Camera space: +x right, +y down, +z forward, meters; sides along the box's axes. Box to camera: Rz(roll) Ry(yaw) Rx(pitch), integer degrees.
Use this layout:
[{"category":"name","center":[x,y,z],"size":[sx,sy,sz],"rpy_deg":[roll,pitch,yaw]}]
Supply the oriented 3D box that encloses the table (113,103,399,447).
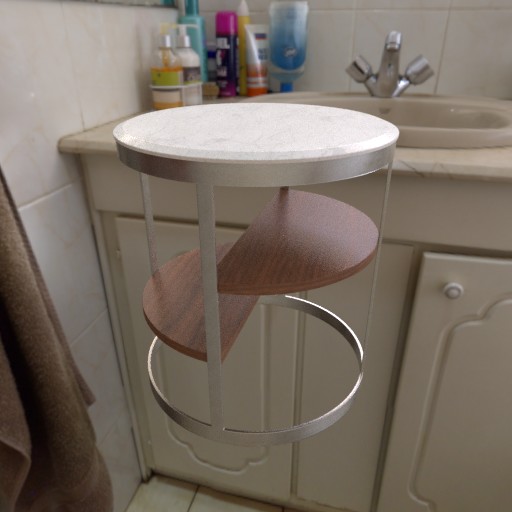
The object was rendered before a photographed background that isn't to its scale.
[{"category":"table","center":[0.000,0.000,0.753],"size":[0.407,0.447,0.407],"rpy_deg":[0,27,0]}]
